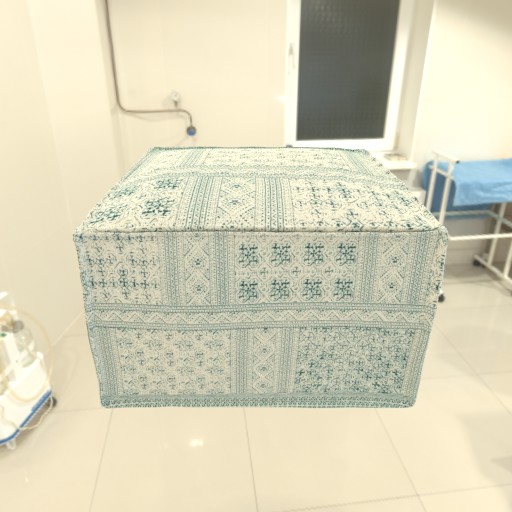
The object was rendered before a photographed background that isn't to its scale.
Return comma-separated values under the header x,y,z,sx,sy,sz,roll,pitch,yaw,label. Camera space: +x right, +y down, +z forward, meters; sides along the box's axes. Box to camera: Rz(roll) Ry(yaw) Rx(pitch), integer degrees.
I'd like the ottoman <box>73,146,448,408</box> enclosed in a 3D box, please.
x,y,z,sx,sy,sz,roll,pitch,yaw,label
0.000,0.000,1.051,0.626,0.439,0.617,0,26,0,ottoman
